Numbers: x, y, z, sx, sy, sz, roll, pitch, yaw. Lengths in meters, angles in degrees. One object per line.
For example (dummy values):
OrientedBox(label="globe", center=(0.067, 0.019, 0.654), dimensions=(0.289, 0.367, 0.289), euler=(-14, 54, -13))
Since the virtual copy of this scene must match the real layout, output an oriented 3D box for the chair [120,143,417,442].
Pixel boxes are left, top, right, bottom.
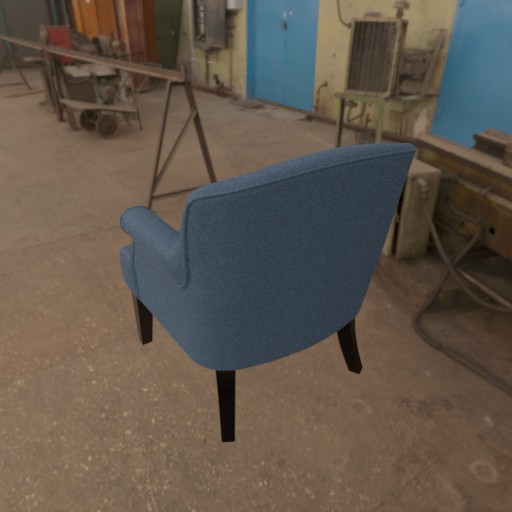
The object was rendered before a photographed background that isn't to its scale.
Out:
OrientedBox(label="chair", center=(0.000, 0.000, 1.478), dimensions=(0.770, 0.878, 0.754), euler=(-18, 34, -28))
